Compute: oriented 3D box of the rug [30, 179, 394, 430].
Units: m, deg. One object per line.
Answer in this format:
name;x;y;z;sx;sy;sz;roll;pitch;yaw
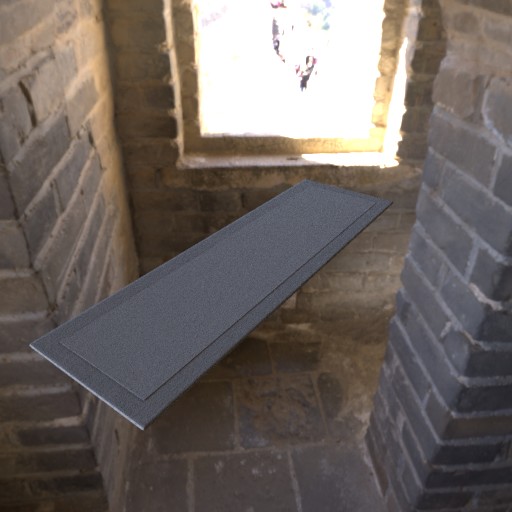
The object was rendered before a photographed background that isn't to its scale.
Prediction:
rug;0.000;0.000;2.637;0.759;0.012;2.430;21;37;30
